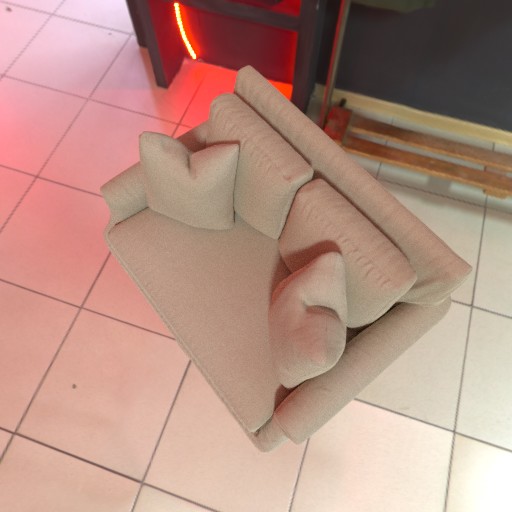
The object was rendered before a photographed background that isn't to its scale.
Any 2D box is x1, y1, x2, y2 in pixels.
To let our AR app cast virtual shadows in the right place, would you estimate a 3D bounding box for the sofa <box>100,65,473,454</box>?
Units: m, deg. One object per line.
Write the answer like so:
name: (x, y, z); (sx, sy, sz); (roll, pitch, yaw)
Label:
sofa: (0.000, 0.000, 2.147); (1.070, 0.905, 1.550); (-36, 70, -16)
